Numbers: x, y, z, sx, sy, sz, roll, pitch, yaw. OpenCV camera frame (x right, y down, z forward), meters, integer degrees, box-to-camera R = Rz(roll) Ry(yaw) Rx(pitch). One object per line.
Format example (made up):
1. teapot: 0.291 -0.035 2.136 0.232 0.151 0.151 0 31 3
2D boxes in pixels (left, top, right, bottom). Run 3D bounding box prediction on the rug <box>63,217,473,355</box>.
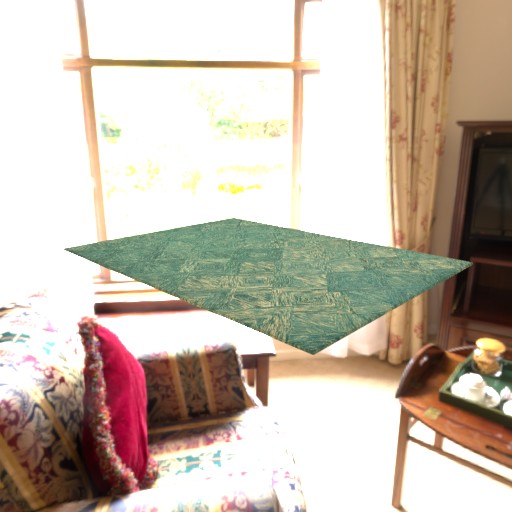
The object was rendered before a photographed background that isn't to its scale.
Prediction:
1. rug: 0.000 0.000 4.320 3.217 0.027 2.405 15 21 42
